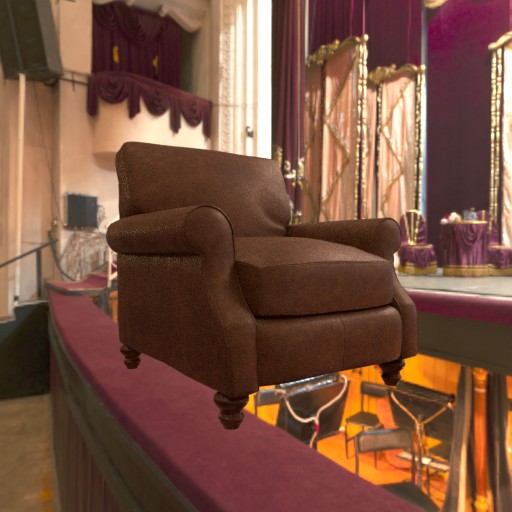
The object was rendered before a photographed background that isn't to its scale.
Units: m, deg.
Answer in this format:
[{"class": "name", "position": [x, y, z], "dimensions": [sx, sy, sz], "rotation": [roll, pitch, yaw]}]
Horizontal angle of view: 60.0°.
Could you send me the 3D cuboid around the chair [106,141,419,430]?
[{"class": "chair", "position": [0.000, 0.000, 1.787], "dimensions": [0.996, 0.976, 1.002], "rotation": [0, 1, -36]}]
